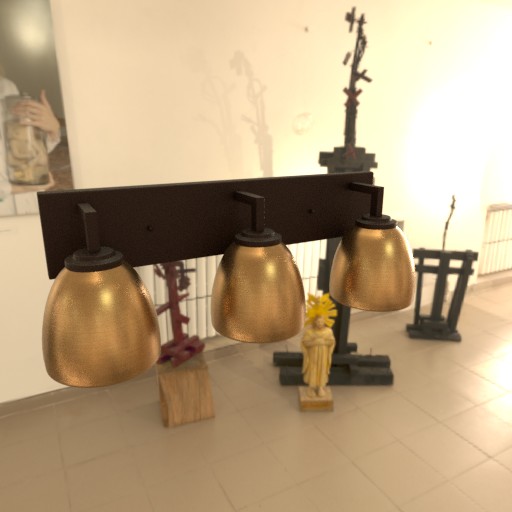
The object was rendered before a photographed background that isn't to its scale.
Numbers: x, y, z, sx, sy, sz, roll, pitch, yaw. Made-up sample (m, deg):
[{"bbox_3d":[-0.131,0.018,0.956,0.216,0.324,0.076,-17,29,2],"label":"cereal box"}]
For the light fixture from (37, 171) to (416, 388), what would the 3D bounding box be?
[{"bbox_3d":[0.000,0.000,0.641,0.582,0.204,0.157,-9,19,-27],"label":"light fixture"}]
